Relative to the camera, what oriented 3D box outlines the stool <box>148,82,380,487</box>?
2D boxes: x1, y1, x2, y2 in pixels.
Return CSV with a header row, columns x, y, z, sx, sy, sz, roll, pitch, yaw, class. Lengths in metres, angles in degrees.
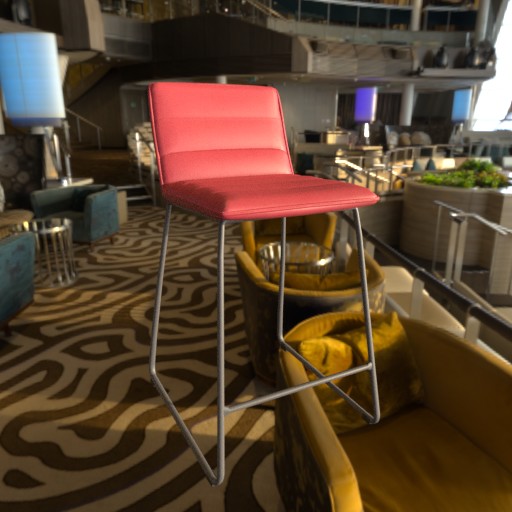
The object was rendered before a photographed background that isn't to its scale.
x,y,z,sx,sy,sz,roll,pitch,yaw,class
0.000,0.000,1.147,0.489,0.866,0.524,-9,19,-26,stool
